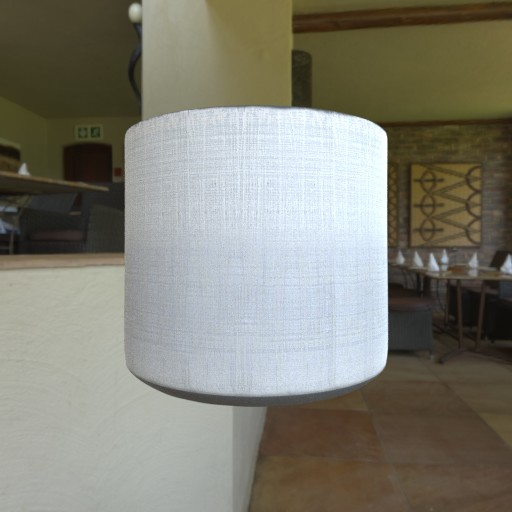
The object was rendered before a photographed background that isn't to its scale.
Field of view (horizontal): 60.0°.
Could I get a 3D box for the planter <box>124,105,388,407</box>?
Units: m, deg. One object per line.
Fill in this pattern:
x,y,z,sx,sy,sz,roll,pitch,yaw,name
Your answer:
0.000,0.000,0.394,0.226,0.201,0.226,0,2,0,planter
